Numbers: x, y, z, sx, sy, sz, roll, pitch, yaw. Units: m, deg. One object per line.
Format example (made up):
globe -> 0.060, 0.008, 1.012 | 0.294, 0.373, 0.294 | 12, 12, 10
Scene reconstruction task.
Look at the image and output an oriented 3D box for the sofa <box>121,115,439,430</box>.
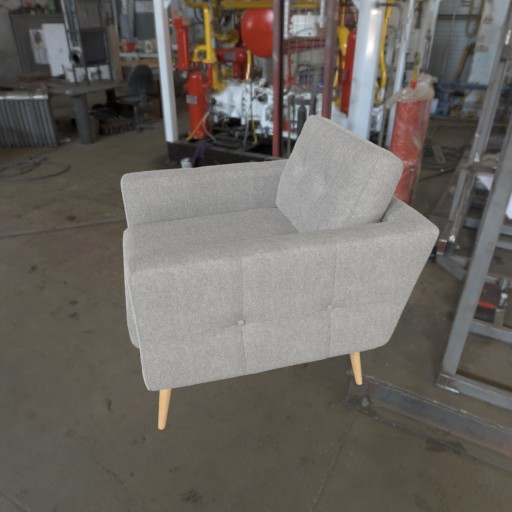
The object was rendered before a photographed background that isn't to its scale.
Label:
sofa -> 0.000, 0.000, 1.589 | 0.920, 0.860, 0.770 | -8, 31, -14
